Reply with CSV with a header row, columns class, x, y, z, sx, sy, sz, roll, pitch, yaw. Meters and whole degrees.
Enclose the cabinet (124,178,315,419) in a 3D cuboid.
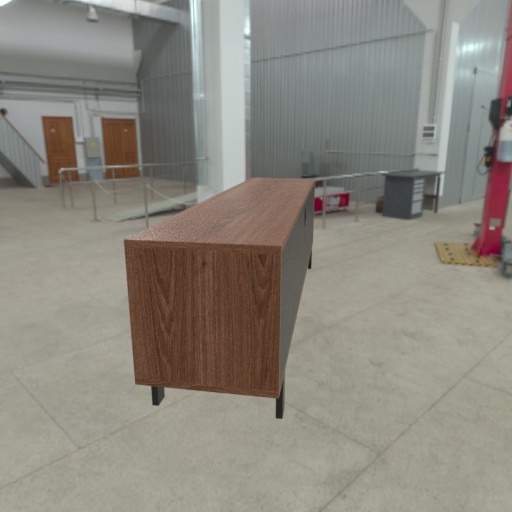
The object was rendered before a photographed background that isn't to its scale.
class,x,y,z,sx,sy,sz,roll,pitch,yaw
cabinet,0.000,0.000,1.852,0.400,0.500,1.650,3,15,10
